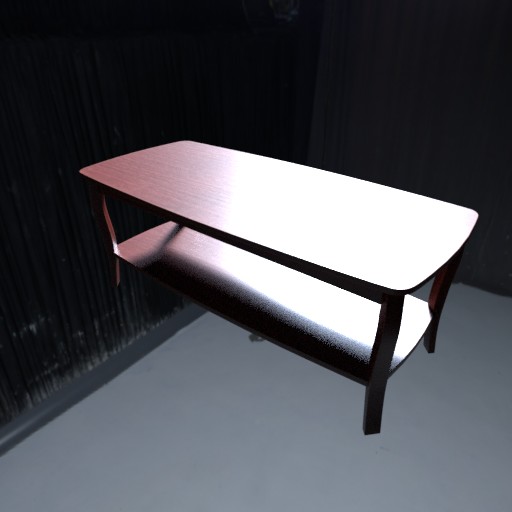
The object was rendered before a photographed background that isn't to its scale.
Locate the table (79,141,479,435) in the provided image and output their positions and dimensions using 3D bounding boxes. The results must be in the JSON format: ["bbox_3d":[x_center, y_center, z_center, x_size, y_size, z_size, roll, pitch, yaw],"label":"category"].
[{"bbox_3d":[0.000,0.000,1.478,1.216,0.473,0.561,22,36,33],"label":"table"}]
